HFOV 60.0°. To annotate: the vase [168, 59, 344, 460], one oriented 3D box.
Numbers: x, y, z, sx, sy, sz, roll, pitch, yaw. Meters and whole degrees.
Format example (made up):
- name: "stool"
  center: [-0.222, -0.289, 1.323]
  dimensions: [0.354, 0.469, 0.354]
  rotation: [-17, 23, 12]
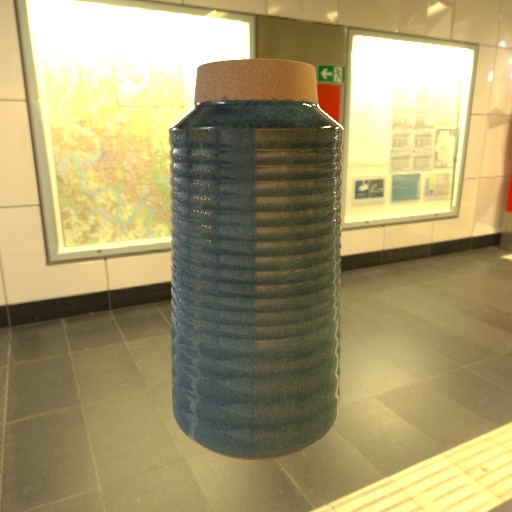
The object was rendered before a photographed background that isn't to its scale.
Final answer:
- name: "vase"
  center: [0.000, 0.000, 0.401]
  dimensions: [0.163, 0.316, 0.163]
  rotation: [0, 15, 0]
